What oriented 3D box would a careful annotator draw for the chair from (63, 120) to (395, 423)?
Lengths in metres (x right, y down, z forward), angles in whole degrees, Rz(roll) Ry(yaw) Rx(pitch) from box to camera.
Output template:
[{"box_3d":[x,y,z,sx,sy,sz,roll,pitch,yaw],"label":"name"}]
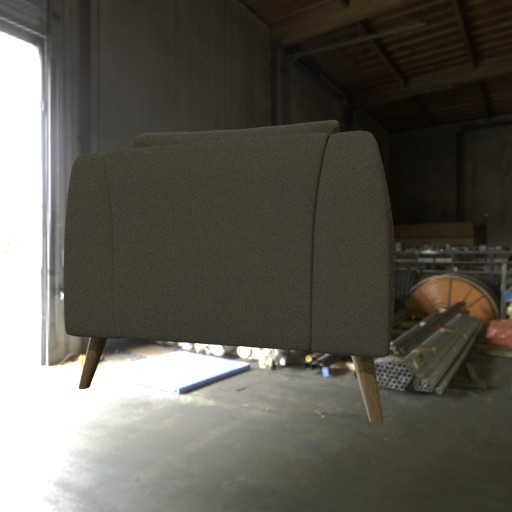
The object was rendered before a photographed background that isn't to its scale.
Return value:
[{"box_3d":[0.000,0.000,1.684,1.000,0.860,0.930,0,0,18],"label":"chair"}]
